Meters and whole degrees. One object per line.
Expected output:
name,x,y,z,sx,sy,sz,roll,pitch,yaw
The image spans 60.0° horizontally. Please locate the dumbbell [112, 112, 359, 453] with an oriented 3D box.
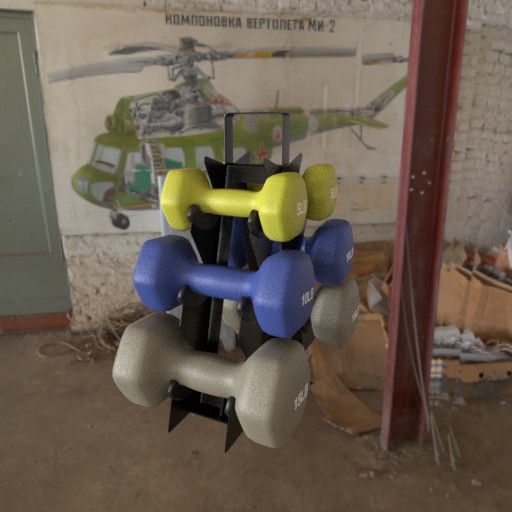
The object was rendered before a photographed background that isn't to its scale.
dumbbell,0.000,0.000,0.692,0.261,0.426,0.416,8,18,25
